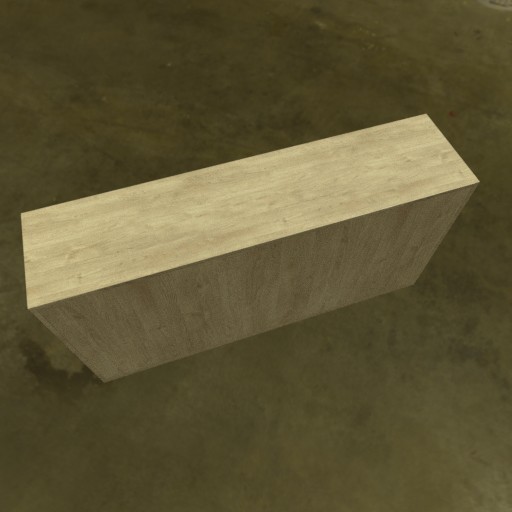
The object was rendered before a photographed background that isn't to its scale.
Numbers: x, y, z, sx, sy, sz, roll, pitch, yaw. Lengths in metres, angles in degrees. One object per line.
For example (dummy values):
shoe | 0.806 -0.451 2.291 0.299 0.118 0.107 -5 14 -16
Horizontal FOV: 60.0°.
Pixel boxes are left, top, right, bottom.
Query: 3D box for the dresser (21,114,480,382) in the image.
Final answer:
dresser | 0.000 0.000 1.908 1.590 0.795 0.390 -16 60 -10
